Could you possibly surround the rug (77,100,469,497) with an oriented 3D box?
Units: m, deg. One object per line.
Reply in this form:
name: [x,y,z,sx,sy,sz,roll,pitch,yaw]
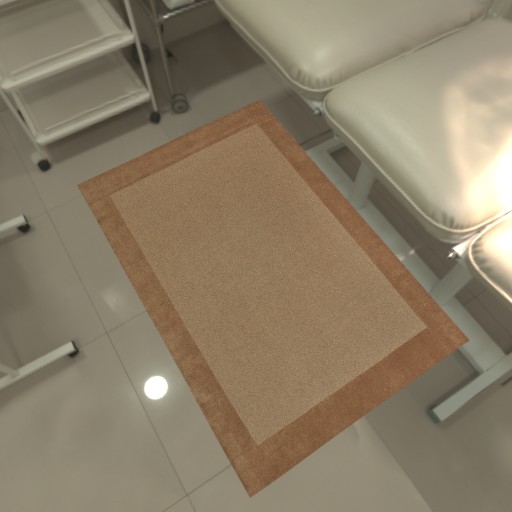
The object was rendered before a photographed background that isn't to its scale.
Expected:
rug: [0.000,0.000,2.287,1.219,0.014,1.829,-30,67,-14]
